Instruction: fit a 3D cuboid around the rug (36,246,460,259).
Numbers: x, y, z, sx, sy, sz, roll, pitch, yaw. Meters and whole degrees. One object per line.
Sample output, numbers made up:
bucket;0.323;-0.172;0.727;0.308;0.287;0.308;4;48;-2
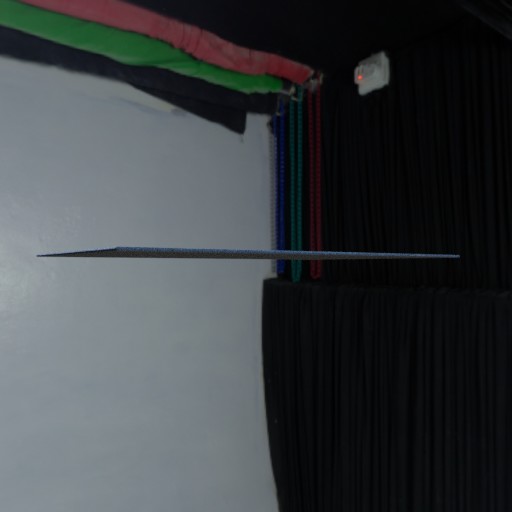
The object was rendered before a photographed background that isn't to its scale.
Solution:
rug;0.000;0.000;3.002;2.441;0.015;1.526;1;-2;-37
